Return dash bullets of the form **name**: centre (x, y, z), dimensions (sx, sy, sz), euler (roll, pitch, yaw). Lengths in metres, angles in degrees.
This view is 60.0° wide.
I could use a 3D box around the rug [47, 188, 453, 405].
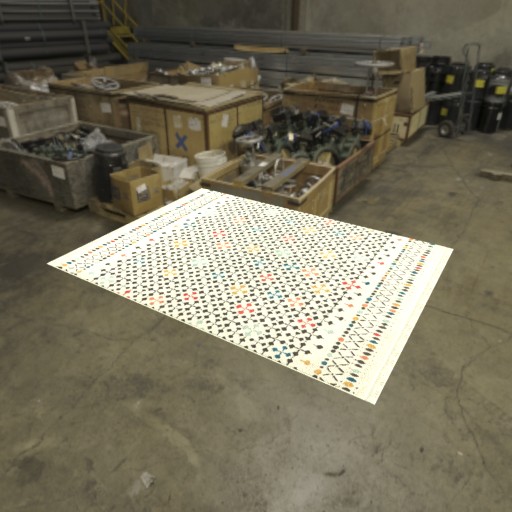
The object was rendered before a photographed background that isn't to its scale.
- **rug**: centre (0.000, 0.000, 2.103), dimensions (1.556, 0.006, 1.146), euler (17, 34, 28)
